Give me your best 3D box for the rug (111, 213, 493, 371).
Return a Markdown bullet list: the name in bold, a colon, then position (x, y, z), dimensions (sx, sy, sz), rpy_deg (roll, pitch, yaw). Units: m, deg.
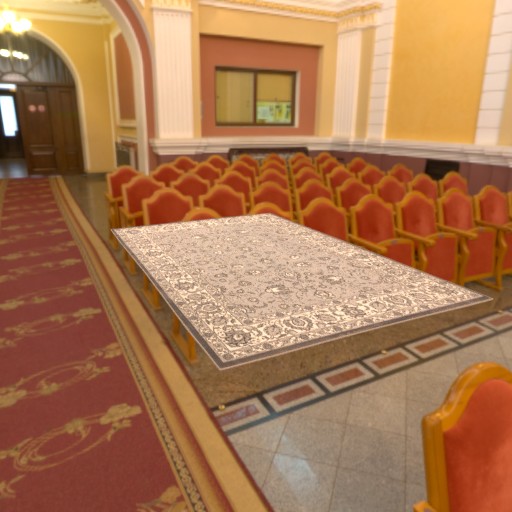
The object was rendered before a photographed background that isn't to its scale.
- **rug**: position (0.000, 0.000, 2.998), dimensions (1.524, 0.011, 2.438), rpy_deg (-8, 19, -25)
